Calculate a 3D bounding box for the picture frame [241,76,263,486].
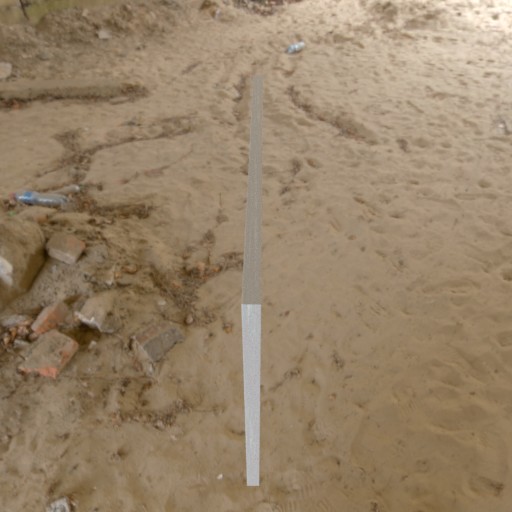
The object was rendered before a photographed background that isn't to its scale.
[{"bbox_3d":[0.000,0.000,1.215,0.029,0.640,0.950,1,41,1],"label":"picture frame"}]
